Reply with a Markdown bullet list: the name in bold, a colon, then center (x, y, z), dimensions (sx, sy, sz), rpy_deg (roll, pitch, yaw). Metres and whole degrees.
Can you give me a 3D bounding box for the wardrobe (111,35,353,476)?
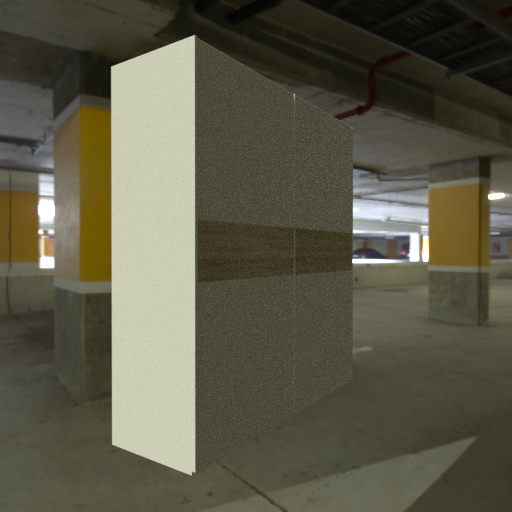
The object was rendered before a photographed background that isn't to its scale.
- **wardrobe**: center (0.000, 0.000, 2.943), dimensions (0.600, 2.020, 1.830), rpy_deg (0, 1, 35)
